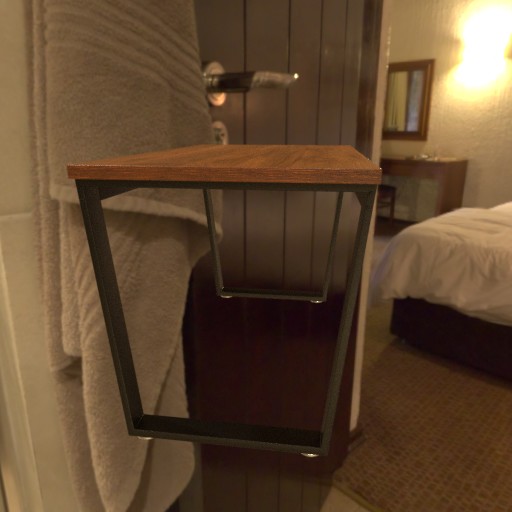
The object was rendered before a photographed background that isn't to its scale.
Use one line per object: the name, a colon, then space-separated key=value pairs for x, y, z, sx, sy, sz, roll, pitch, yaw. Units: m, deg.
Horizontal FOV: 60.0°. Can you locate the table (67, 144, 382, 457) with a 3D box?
table: x=0.000 y=0.000 z=1.658 sx=0.714 sy=0.760 sz=1.205 roll=2 pitch=16 yaw=8
